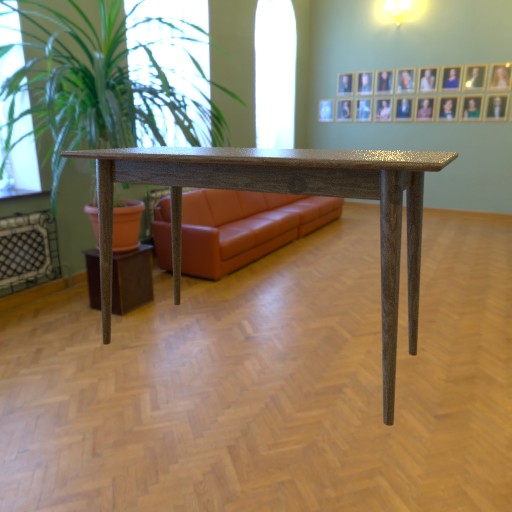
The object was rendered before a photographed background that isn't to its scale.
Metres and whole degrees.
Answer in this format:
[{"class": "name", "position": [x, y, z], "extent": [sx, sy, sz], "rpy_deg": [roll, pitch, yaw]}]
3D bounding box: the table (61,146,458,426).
[{"class": "table", "position": [0.000, 0.000, 1.698], "extent": [1.300, 0.780, 0.599], "rpy_deg": [8, 18, 26]}]
